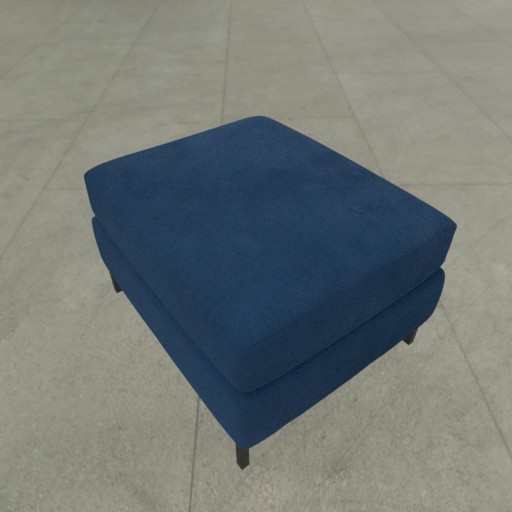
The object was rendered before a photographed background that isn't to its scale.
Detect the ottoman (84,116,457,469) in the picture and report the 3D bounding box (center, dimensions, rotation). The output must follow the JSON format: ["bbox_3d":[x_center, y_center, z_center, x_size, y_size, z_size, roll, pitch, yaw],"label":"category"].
[{"bbox_3d":[0.000,0.000,1.222,0.655,0.485,0.794,-26,47,-27],"label":"ottoman"}]
